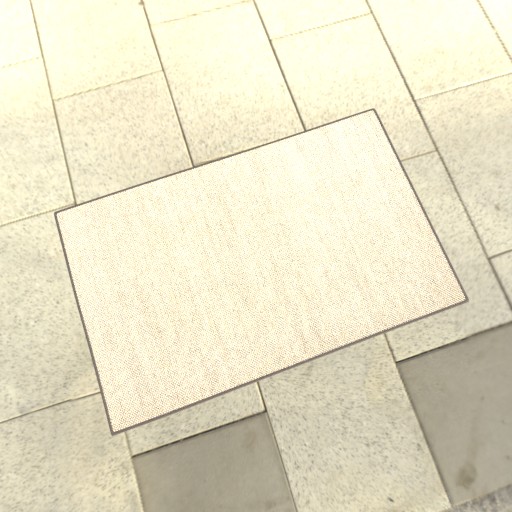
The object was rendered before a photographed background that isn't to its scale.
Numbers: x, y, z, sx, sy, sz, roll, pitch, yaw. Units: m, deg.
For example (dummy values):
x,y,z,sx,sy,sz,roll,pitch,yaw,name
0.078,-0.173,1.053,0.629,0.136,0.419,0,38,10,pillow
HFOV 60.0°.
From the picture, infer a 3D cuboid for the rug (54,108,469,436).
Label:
x,y,z,sx,sy,sz,roll,pitch,yaw,name
0.000,0.000,2.061,1.676,0.013,1.067,-19,76,-5,rug
